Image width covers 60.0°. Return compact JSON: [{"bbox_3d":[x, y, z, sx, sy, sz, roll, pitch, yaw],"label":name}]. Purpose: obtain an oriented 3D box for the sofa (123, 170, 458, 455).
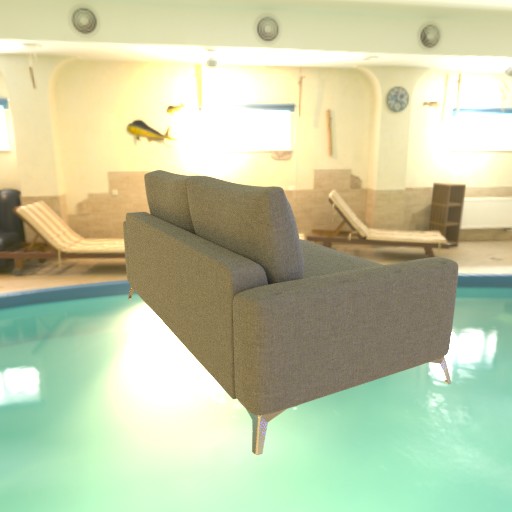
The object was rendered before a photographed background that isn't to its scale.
[{"bbox_3d":[0.000,0.000,2.149,0.920,0.790,1.650,-7,16,-28],"label":"sofa"}]
